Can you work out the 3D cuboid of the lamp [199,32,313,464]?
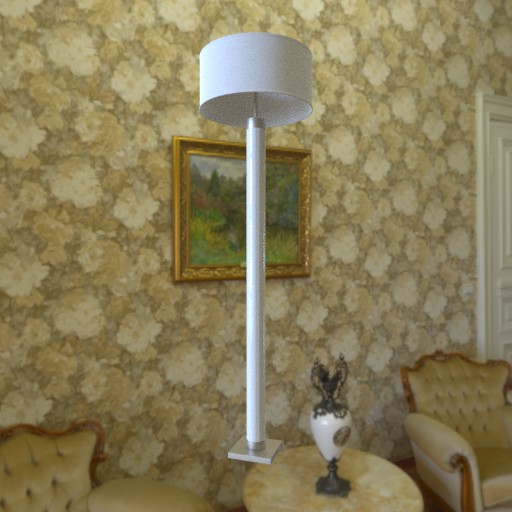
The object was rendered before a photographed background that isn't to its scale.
[{"bbox_3d":[0.000,0.000,1.656,0.420,1.475,0.420,0,1,18],"label":"lamp"}]
